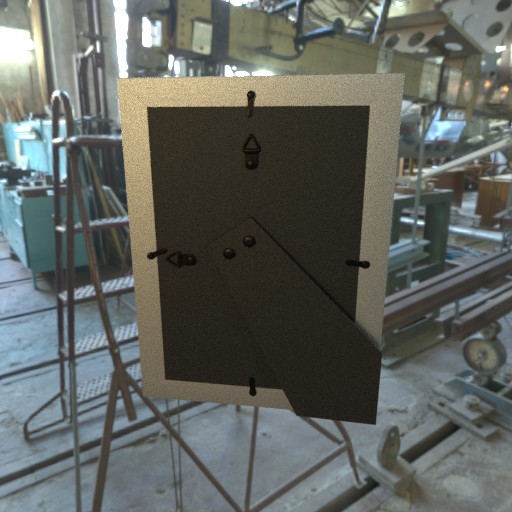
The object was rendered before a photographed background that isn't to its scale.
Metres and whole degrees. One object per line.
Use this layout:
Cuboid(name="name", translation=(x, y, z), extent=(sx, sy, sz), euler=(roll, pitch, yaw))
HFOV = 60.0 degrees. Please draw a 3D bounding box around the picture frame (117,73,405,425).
Cuboid(name="picture frame", translation=(0.000, 0.000, 0.275), extent=(0.157, 0.208, 0.028), euler=(2, 17, 8))
